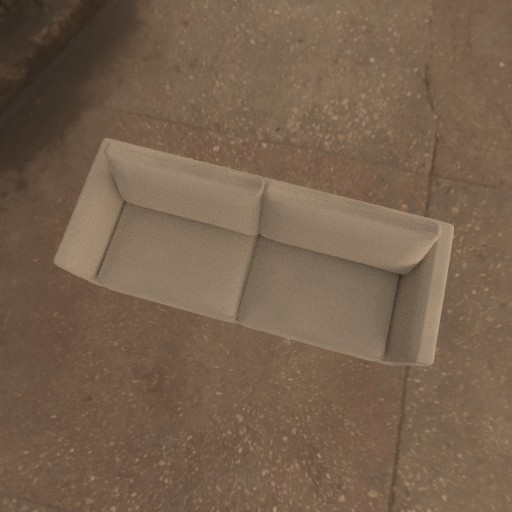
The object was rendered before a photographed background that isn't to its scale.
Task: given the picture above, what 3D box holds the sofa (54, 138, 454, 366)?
[{"bbox_3d":[0.000,0.000,2.811,2.214,1.005,0.868,15,75,4],"label":"sofa"}]
